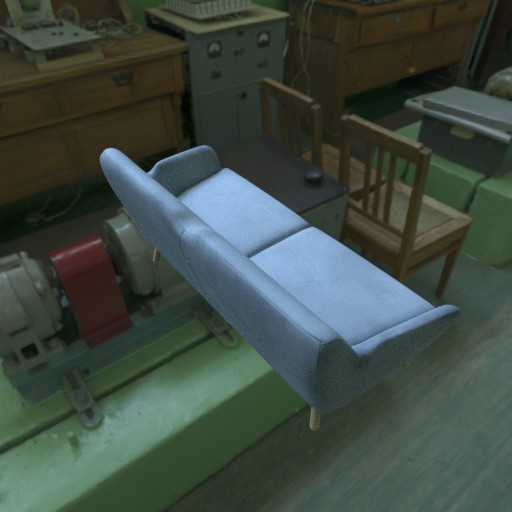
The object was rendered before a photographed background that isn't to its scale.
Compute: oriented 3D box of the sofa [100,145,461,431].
[{"bbox_3d":[0.000,0.000,2.313,0.850,0.810,1.870,-28,48,-28],"label":"sofa"}]
